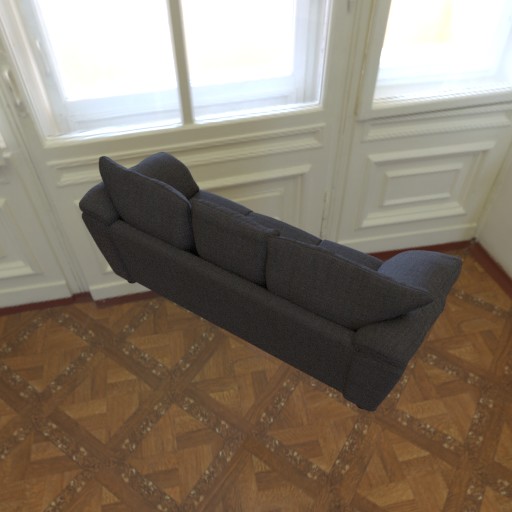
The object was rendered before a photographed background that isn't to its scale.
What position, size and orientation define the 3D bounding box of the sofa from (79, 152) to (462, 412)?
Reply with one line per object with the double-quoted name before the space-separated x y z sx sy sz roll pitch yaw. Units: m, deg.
"sofa" 0.000 0.000 2.914 2.336 1.080 0.883 24 50 22
